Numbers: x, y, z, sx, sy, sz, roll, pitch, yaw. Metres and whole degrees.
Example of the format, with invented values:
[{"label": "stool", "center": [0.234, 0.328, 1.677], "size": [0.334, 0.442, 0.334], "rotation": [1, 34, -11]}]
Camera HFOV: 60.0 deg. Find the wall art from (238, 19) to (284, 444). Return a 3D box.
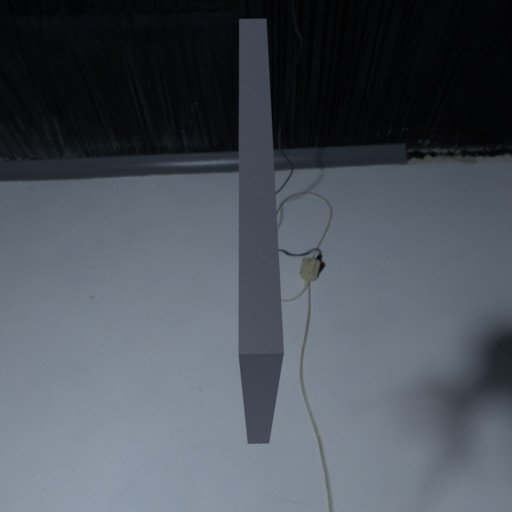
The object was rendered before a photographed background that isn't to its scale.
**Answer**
[{"label": "wall art", "center": [0.000, 0.000, 0.739], "size": [0.040, 0.509, 0.509], "rotation": [-1, 59, -1]}]
